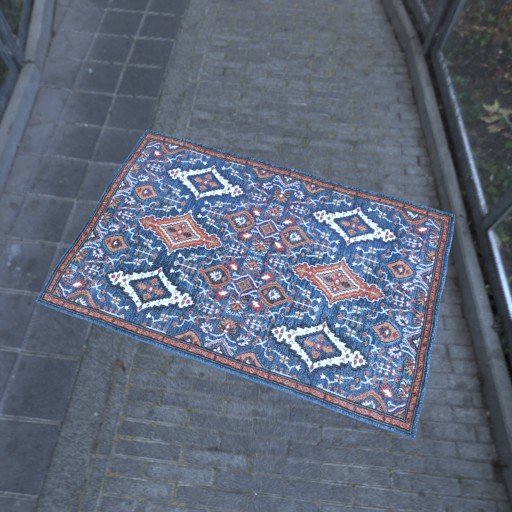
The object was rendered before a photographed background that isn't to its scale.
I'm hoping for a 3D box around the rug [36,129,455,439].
[{"bbox_3d":[0.000,0.000,2.252,1.847,0.014,1.195,18,63,9],"label":"rug"}]
